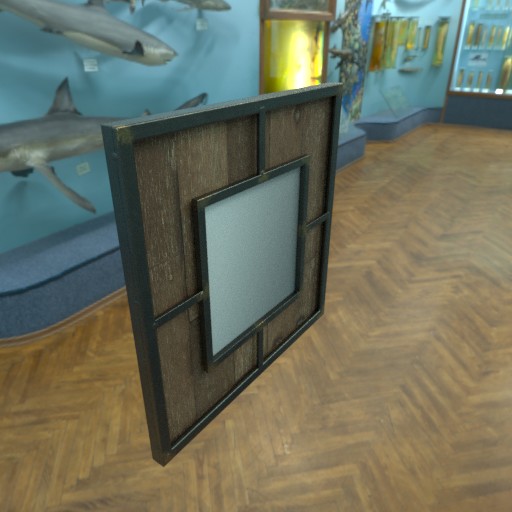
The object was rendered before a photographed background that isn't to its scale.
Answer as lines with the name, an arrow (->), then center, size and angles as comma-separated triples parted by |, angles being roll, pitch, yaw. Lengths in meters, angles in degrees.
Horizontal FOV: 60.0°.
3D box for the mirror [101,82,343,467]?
mirror -> 0.000, 0.000, 0.562 | 0.020, 0.381, 0.382 | 18, 32, 32
